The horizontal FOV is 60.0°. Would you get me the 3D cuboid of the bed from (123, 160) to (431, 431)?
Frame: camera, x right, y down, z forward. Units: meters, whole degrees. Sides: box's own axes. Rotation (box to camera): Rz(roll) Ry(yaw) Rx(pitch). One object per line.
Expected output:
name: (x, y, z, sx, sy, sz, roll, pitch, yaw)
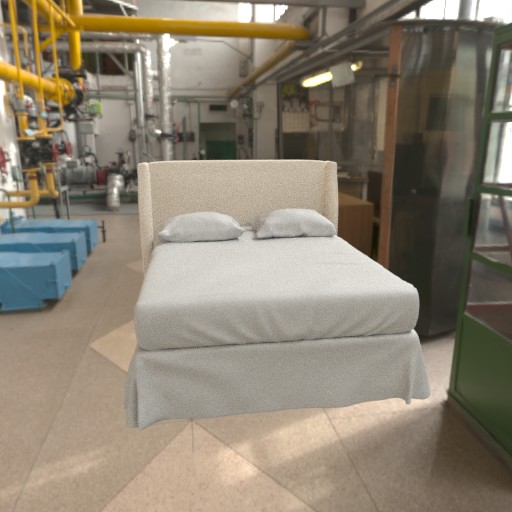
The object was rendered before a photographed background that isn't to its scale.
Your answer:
bed: (0.000, 0.000, 3.419, 1.925, 1.332, 2.276, -2, 16, -8)
